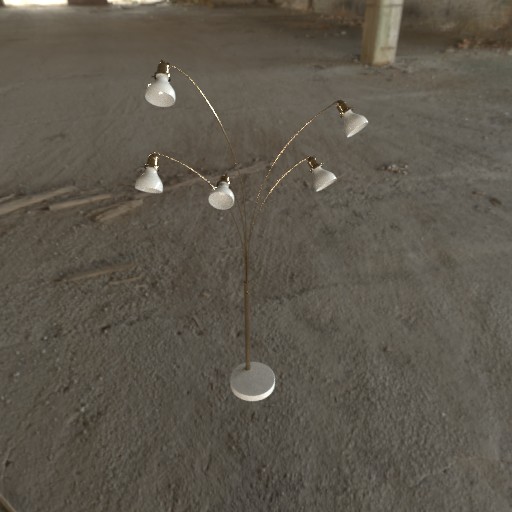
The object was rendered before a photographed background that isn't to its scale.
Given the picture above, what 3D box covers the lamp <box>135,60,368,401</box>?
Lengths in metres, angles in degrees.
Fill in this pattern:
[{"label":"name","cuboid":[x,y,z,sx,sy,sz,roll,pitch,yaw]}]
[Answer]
[{"label":"lamp","cuboid":[0.000,0.000,2.942,1.405,2.423,0.361,-9,34,-14]}]
